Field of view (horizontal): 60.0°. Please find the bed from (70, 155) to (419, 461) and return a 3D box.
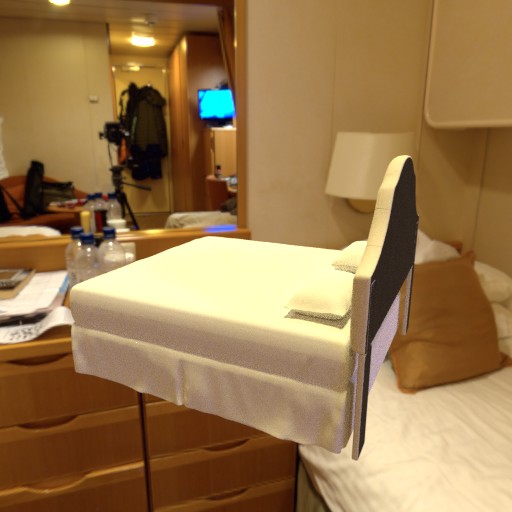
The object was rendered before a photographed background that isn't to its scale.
[{"bbox_3d":[0.000,0.000,3.557,2.214,1.615,2.008,7,17,25],"label":"bed"}]
